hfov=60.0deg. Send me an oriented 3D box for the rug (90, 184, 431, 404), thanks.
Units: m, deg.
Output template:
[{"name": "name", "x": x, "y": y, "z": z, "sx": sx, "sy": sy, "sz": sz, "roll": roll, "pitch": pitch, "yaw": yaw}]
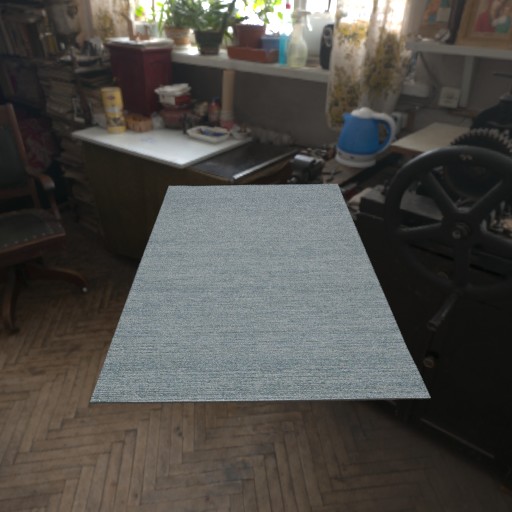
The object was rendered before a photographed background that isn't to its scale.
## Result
[{"name": "rug", "x": 0.000, "y": 0.000, "z": 2.295, "sx": 1.174, "sy": 0.022, "sz": 1.853, "roll": -1, "pitch": 32, "yaw": -1}]
